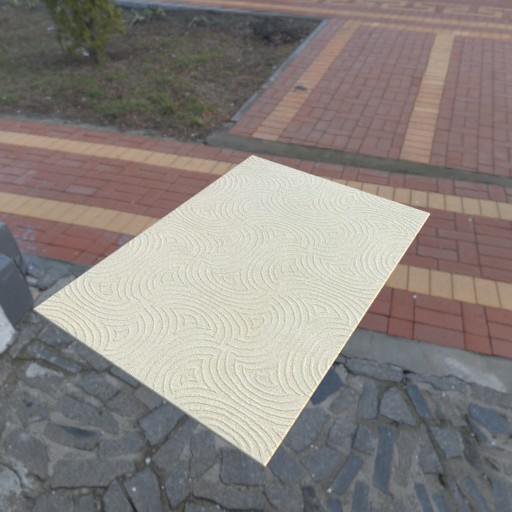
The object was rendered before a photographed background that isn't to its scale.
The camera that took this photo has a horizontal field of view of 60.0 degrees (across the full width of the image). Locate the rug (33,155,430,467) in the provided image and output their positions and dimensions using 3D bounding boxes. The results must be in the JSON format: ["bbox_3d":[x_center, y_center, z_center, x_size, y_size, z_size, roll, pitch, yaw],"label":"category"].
[{"bbox_3d":[0.000,0.000,2.784,1.526,0.015,2.132,24,46,25],"label":"rug"}]
